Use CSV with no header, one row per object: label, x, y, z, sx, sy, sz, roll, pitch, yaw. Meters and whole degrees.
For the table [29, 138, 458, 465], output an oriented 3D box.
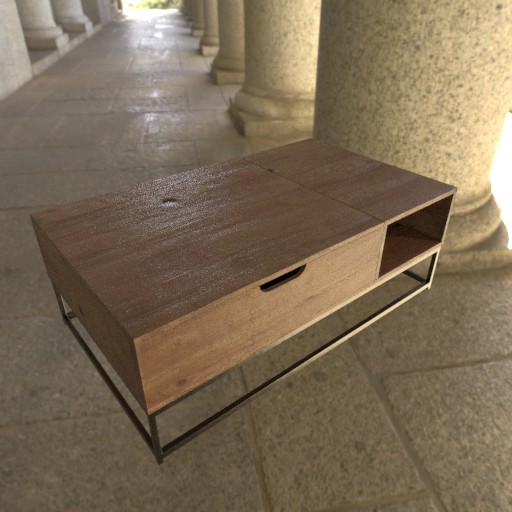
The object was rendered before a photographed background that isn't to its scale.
table,0.000,0.000,1.417,1.101,0.395,0.655,-23,39,-32
